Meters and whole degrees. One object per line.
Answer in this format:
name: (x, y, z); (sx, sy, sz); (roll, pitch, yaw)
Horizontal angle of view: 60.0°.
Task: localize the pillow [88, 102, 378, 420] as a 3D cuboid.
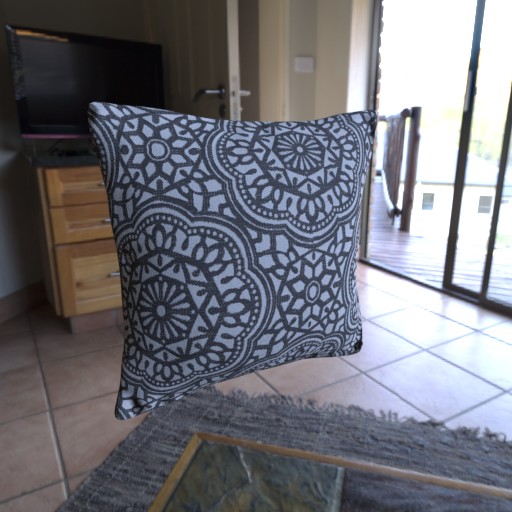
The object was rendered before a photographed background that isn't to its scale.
pillow: (0.000, 0.000, 0.650); (0.436, 0.417, 0.148); (-8, 17, -27)
